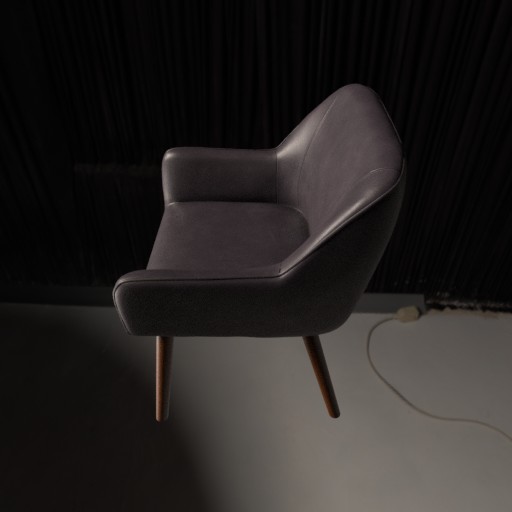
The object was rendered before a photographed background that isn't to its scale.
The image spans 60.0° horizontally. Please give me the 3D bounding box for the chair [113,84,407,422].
[{"bbox_3d":[0.000,0.000,1.245,0.610,0.828,0.610,1,40,1],"label":"chair"}]
